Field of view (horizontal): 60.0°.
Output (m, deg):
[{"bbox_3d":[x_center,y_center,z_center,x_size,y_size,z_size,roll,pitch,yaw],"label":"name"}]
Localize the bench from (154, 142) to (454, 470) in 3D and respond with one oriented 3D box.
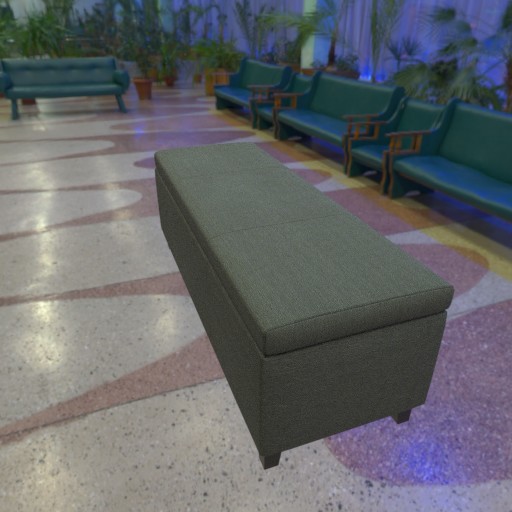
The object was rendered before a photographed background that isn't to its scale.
[{"bbox_3d":[0.000,0.000,1.469,0.446,0.438,1.269,-10,31,-18],"label":"bench"}]
